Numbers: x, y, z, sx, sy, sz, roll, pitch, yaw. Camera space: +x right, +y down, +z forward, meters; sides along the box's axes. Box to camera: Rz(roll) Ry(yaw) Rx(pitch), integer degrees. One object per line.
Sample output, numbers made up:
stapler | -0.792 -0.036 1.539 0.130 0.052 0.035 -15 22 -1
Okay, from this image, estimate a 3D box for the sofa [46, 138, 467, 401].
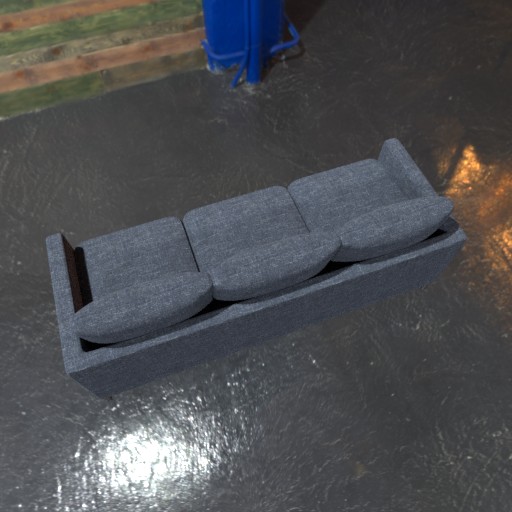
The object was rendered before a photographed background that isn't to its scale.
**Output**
sofa | 0.000 0.000 2.659 2.218 0.874 0.859 -18 62 -10
